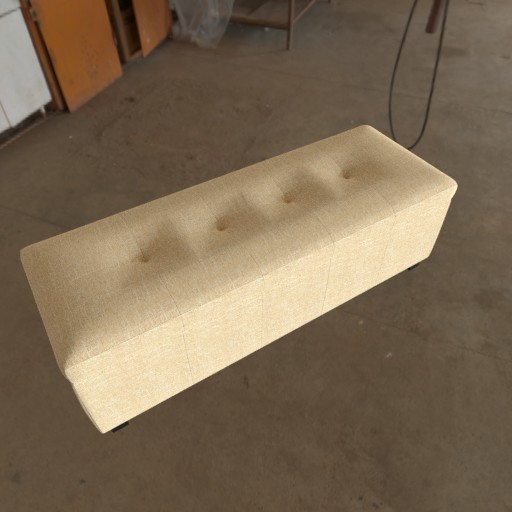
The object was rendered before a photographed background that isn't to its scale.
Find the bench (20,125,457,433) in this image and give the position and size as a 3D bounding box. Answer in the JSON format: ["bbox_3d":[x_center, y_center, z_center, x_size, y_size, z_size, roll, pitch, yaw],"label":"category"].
[{"bbox_3d":[0.000,0.000,1.387,1.219,0.406,0.432,-24,51,-22],"label":"bench"}]
